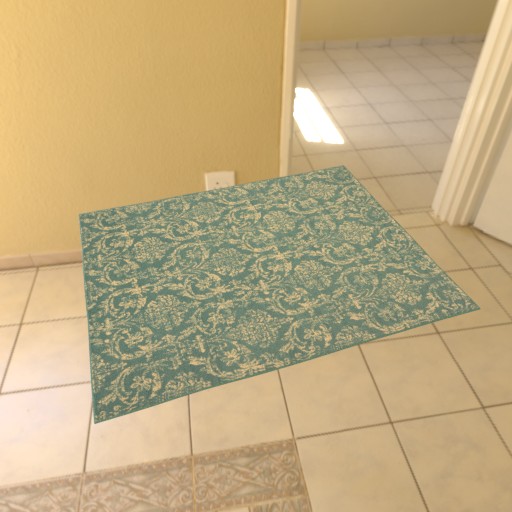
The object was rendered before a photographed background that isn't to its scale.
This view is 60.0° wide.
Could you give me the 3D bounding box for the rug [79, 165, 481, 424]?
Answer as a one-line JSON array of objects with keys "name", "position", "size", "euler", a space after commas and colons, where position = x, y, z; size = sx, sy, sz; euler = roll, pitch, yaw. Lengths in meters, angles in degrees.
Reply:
[{"name": "rug", "position": [0.000, 0.000, 4.005], "size": [2.980, 0.012, 2.363], "euler": [-13, 43, -14]}]
